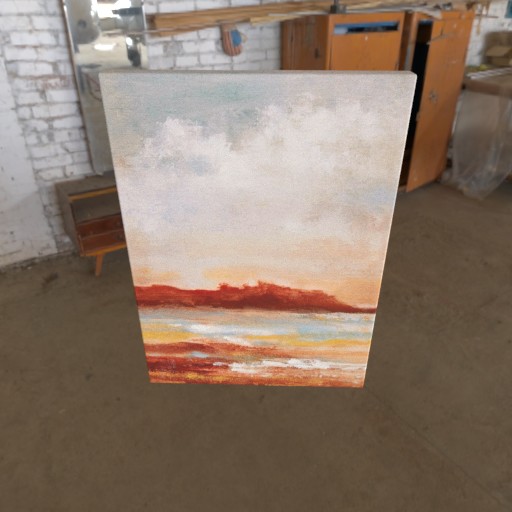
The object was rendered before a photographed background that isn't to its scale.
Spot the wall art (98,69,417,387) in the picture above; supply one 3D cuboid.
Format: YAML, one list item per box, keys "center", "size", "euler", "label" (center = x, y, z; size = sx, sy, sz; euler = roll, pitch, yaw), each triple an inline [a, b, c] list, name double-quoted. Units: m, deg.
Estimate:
- center: [0.000, 0.000, 0.780]
  size: [0.443, 0.605, 0.035]
  euler: [1, 31, 2]
  label: "wall art"
